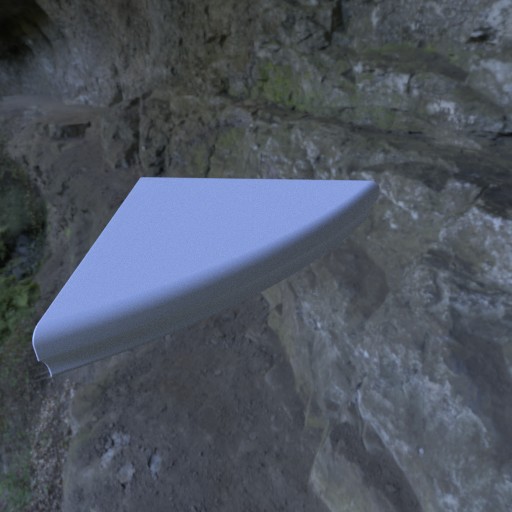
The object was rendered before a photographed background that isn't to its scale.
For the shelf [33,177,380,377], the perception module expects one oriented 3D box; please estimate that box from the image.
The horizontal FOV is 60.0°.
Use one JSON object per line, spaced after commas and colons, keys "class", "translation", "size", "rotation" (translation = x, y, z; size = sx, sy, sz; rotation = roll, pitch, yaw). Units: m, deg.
{"class": "shelf", "translation": [0.000, 0.000, 0.453], "size": [0.310, 0.050, 0.310], "rotation": [1, 31, 1]}
